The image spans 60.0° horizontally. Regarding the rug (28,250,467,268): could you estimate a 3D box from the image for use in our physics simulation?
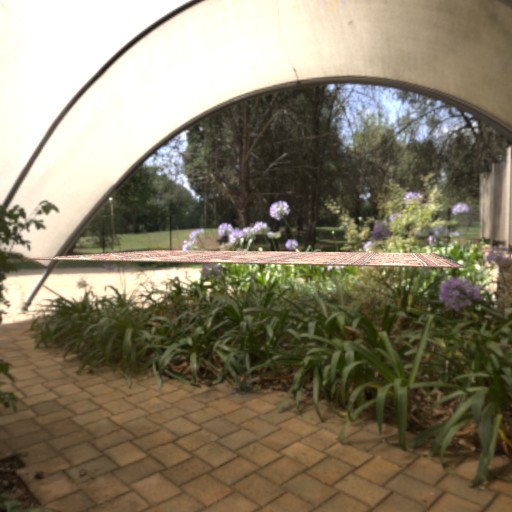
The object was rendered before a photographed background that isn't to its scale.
[{"bbox_3d":[0.000,0.000,3.055,2.440,0.010,1.545,1,3,17],"label":"rug"}]
